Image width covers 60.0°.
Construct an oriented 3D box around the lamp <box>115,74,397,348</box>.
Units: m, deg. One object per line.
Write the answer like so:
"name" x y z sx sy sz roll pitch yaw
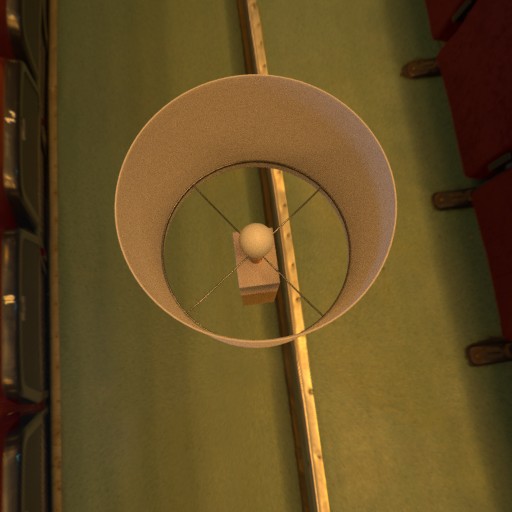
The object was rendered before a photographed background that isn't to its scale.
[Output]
"lamp" 0.000 0.000 0.562 0.229 0.417 0.229 -7 77 -2
